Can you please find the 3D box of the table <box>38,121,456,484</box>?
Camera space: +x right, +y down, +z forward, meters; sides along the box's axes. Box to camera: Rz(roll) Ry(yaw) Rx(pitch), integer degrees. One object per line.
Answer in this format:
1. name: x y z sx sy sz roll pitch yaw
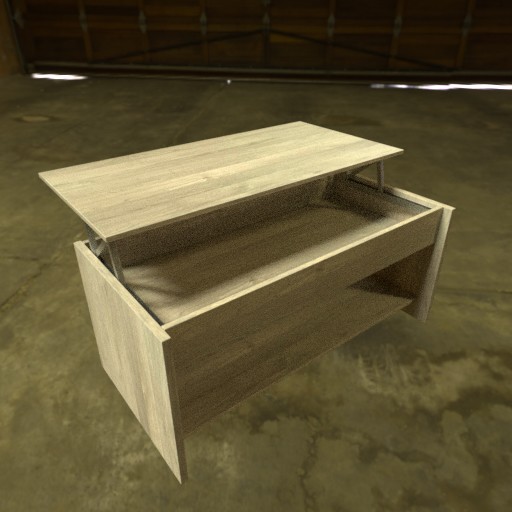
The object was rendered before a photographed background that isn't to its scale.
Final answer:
1. table: 0.000 0.000 1.412 1.000 0.570 0.712 -21 36 -32
